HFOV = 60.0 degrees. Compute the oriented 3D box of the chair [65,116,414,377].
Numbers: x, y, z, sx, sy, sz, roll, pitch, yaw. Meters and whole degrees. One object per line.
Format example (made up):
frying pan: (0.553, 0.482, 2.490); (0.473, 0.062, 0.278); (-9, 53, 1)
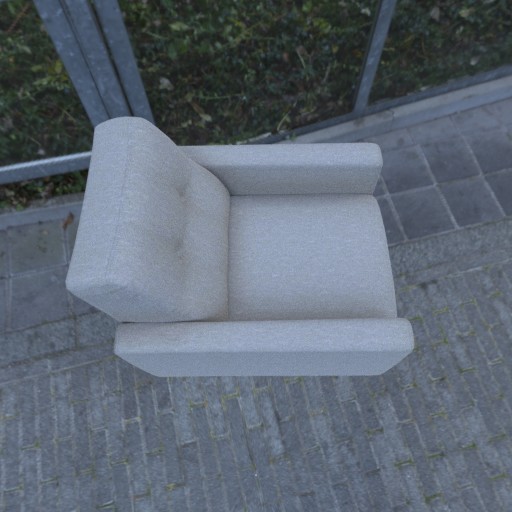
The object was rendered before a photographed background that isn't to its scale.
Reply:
chair: (0.000, 0.000, 1.825); (1.128, 0.965, 0.897); (-1, 64, 0)
